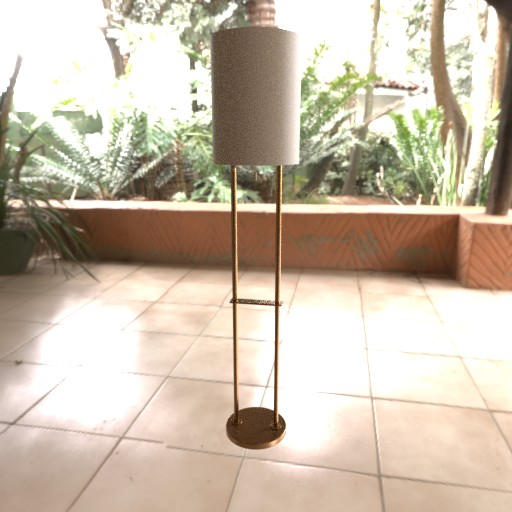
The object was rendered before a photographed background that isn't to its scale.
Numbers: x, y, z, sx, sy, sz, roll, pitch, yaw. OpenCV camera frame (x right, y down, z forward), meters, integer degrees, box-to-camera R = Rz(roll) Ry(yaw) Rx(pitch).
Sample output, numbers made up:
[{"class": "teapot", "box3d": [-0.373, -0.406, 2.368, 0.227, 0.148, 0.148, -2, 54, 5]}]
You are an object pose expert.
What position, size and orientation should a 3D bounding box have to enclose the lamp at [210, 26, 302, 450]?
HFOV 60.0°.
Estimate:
[{"class": "lamp", "box3d": [0.000, 0.000, 1.663, 0.306, 1.500, 0.305, 3, 15, 10]}]
